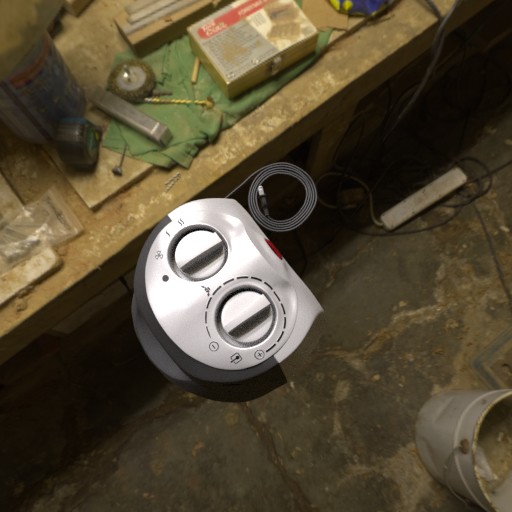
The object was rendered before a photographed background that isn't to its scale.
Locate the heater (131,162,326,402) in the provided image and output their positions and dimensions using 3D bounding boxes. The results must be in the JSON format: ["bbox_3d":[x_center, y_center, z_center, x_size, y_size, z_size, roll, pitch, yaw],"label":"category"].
[{"bbox_3d":[0.000,0.000,0.463,0.291,0.240,0.239,-36,79,-9],"label":"heater"}]
